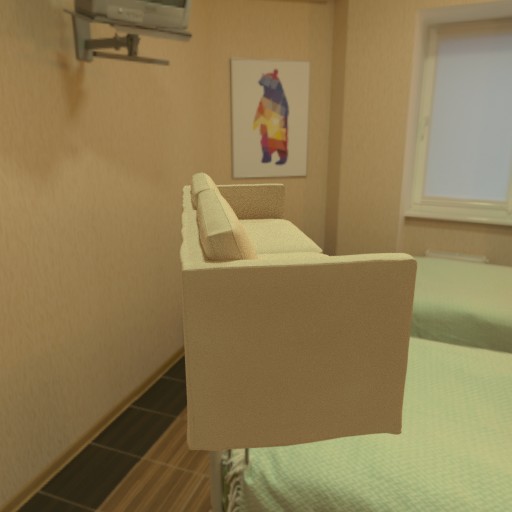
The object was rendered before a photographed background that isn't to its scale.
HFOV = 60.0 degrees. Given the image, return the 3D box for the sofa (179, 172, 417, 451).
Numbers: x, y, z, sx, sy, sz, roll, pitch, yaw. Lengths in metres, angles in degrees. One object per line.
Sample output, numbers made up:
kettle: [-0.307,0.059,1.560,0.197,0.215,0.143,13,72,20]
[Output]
sofa: [0.000,0.000,3.187,1.036,0.999,2.779,-2,16,-8]
